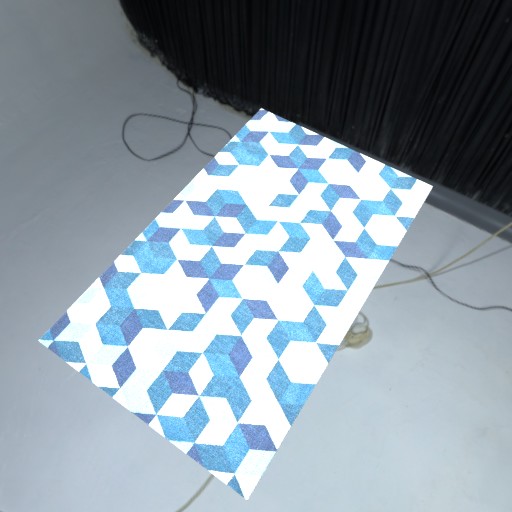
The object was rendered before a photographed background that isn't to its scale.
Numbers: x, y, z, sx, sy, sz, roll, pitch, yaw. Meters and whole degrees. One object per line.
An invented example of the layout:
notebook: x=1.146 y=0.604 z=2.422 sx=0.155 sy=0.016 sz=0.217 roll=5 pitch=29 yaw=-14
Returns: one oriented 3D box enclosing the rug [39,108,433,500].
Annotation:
rug: x=0.000 y=0.000 z=2.967 sx=1.518 sy=0.015 sz=2.438 roll=30 pitch=63 yaw=17
